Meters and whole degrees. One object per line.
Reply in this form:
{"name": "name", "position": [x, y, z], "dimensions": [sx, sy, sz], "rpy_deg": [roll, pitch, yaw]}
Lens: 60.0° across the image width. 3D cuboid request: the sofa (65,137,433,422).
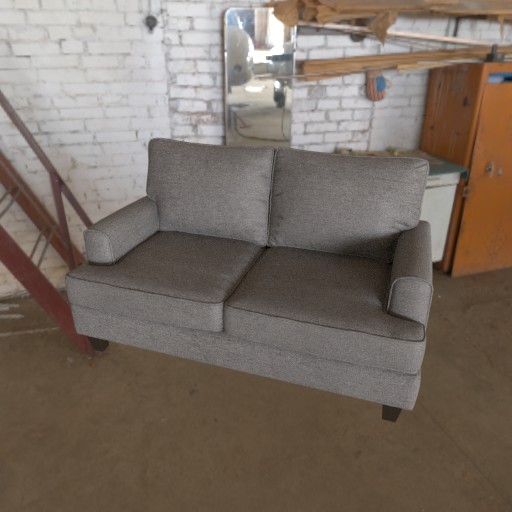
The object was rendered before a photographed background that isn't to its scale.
{"name": "sofa", "position": [0.000, 0.000, 2.224], "dimensions": [1.651, 0.965, 0.965], "rpy_deg": [8, 27, 17]}
